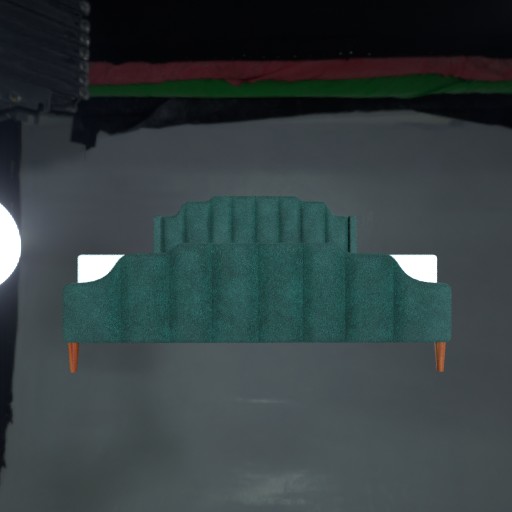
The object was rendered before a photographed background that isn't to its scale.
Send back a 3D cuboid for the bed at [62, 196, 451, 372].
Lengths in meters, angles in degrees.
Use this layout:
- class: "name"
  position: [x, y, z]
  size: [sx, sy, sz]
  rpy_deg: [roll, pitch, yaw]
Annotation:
- class: "bed"
  position: [0.000, 0.000, 3.478]
  size: [2.074, 1.245, 2.340]
  rpy_deg: [0, 0, 0]
